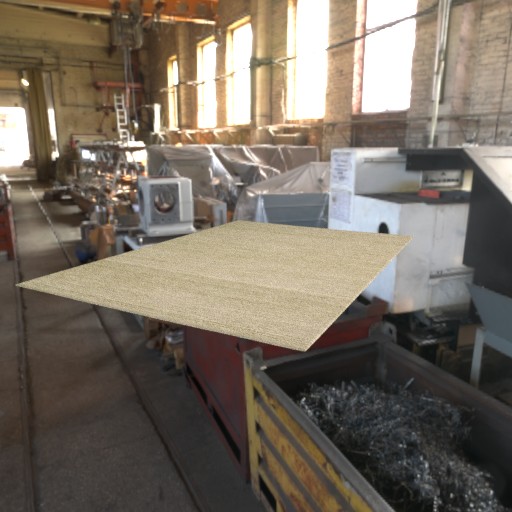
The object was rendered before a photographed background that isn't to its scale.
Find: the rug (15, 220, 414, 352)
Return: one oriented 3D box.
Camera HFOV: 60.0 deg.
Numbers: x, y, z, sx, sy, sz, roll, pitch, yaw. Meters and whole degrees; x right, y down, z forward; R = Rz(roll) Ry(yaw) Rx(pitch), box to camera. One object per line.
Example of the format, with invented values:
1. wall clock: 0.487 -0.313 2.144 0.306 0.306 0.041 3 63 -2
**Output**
1. rug: 0.000 0.000 4.999 2.782 0.025 3.935 7 16 27
